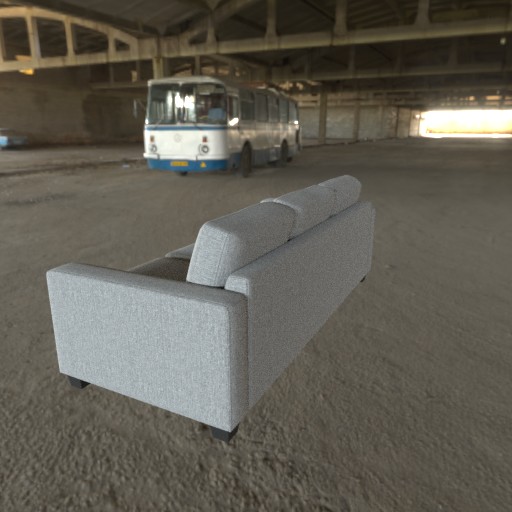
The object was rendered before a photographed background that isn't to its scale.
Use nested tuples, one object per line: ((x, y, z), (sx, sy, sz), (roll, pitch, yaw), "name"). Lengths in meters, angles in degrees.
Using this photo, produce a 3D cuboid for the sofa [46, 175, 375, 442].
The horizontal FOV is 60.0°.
((0.000, 0.000, 2.579), (0.900, 0.800, 2.120), (8, 18, 26), "sofa")
